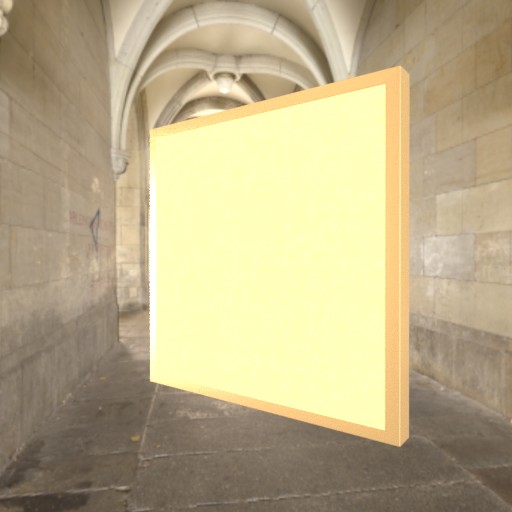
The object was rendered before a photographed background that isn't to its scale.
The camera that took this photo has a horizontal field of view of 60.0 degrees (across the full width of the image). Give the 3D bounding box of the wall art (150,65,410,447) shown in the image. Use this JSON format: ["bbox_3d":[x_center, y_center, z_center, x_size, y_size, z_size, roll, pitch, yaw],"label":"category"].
[{"bbox_3d":[0.000,0.000,0.455,0.305,0.305,0.023,0,0,37],"label":"wall art"}]
